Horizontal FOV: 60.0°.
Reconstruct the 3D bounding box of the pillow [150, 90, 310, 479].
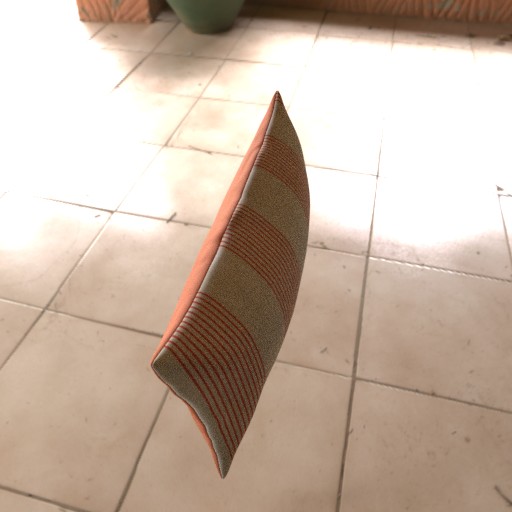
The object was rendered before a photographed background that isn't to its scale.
[{"bbox_3d":[0.000,0.000,0.731,0.156,0.292,0.608,10,47,9],"label":"pillow"}]
